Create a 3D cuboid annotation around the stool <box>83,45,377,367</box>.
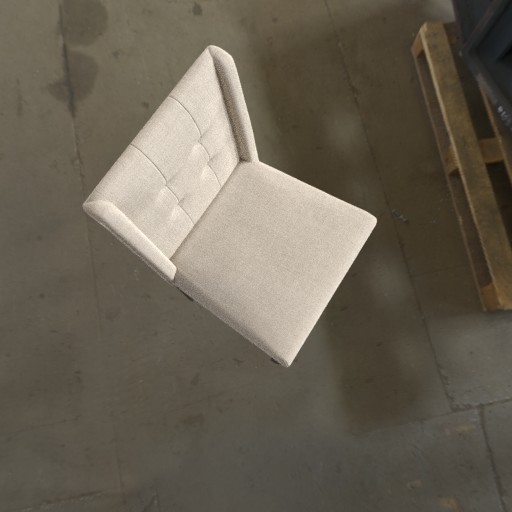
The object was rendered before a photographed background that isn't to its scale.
[{"bbox_3d":[0.000,0.000,1.368,0.509,1.116,0.474,32,78,8],"label":"stool"}]
